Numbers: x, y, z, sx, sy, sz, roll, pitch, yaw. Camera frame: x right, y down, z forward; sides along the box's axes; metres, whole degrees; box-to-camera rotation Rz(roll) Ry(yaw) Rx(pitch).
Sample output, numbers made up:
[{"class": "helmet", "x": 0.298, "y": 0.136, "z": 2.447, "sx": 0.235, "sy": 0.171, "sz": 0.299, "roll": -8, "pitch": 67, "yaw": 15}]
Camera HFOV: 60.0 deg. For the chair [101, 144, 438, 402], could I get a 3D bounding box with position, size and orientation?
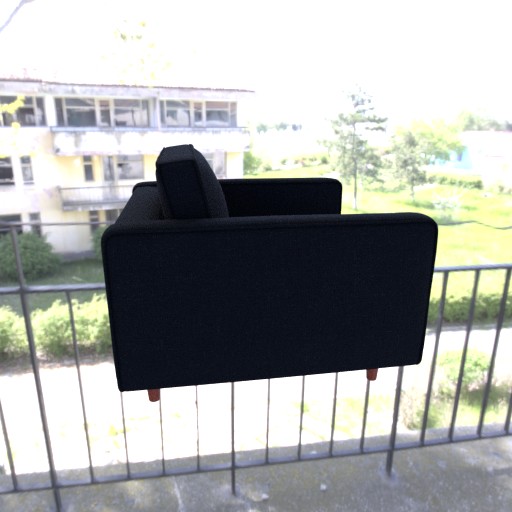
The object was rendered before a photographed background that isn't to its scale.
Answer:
[{"class": "chair", "x": 0.000, "y": 0.000, "z": 1.613, "sx": 0.920, "sy": 0.770, "sz": 0.899, "roll": -3, "pitch": 18, "yaw": -9}]
